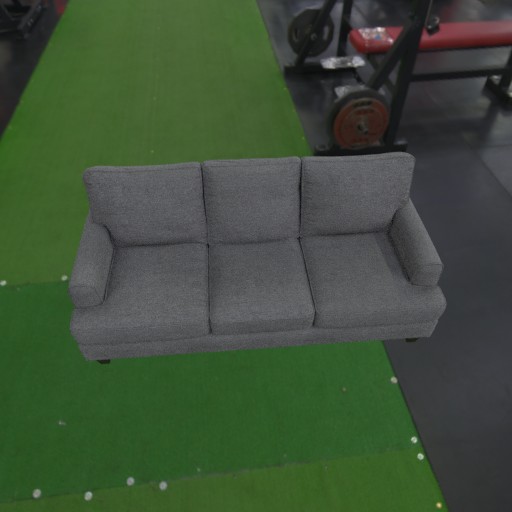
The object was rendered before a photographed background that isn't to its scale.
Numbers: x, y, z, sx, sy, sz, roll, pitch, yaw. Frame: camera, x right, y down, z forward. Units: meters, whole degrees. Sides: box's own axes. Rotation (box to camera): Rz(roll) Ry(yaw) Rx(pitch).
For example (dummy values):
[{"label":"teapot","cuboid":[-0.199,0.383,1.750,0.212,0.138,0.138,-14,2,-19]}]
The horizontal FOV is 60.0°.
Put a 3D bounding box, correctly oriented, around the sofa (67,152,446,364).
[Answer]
[{"label":"sofa","cuboid":[0.000,0.000,2.776,2.158,0.965,0.951,-3,47,-3]}]
